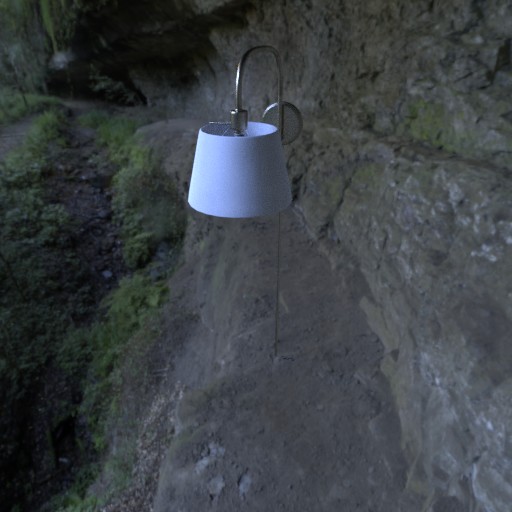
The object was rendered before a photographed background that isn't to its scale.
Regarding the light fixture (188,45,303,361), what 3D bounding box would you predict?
[{"bbox_3d":[0.000,0.000,0.466,0.092,0.399,0.176,9,28,17],"label":"light fixture"}]
